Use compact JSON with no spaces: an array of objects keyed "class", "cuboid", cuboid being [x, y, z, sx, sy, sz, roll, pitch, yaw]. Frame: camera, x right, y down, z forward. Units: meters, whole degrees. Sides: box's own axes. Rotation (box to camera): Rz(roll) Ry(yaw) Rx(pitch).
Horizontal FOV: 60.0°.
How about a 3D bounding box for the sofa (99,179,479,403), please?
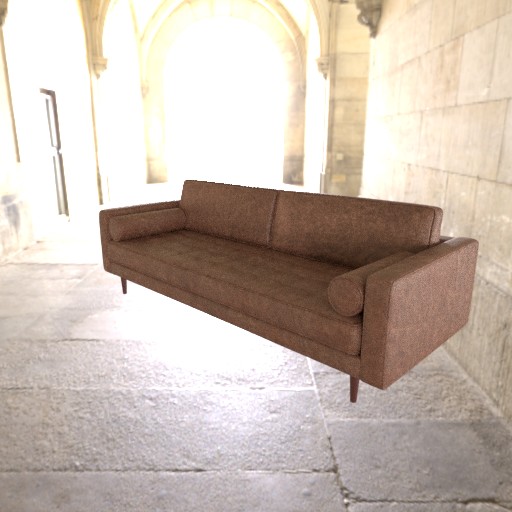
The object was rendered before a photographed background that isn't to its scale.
[{"class":"sofa","cuboid":[0.000,0.000,2.645,2.210,0.762,0.914,15,21,42]}]
